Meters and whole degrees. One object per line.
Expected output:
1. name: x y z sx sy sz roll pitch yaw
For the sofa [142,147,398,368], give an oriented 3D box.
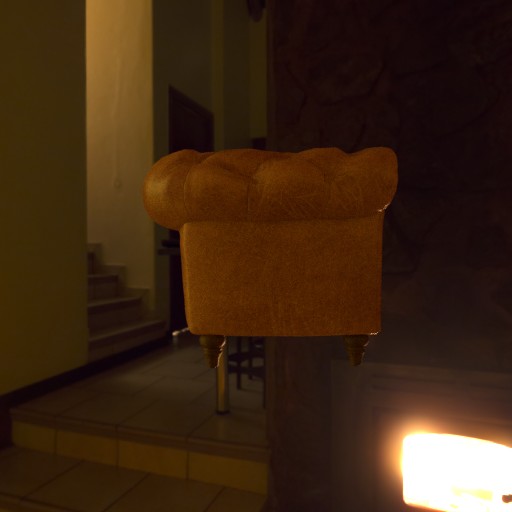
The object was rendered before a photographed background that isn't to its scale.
1. sofa: 0.000 0.000 2.556 1.042 0.877 1.979 0 1 0
